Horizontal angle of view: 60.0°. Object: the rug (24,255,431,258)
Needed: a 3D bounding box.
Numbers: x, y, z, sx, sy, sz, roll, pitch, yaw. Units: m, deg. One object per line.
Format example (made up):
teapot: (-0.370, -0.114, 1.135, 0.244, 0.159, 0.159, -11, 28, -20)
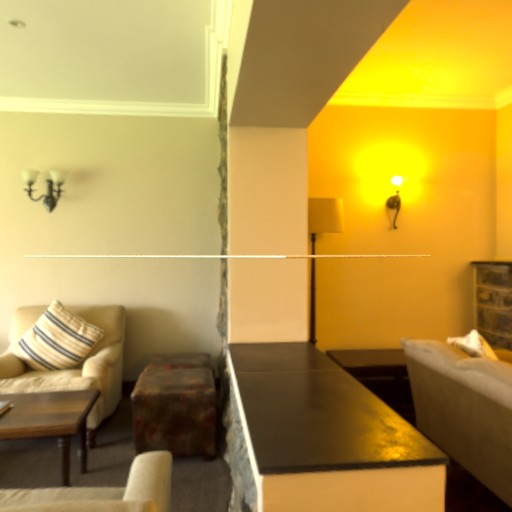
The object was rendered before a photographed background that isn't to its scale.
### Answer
rug: (0.000, 0.000, 3.974, 2.353, 0.014, 2.945, 0, 0, 34)
